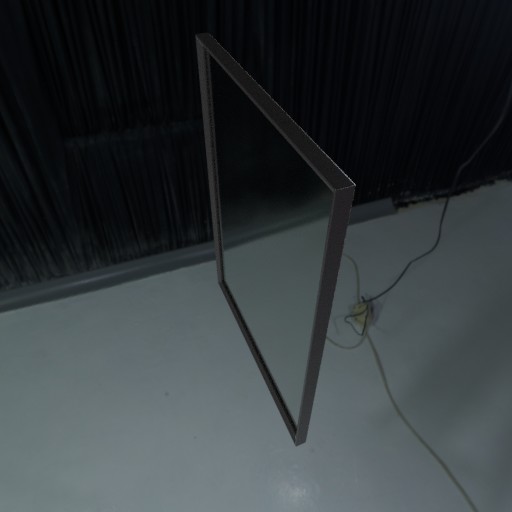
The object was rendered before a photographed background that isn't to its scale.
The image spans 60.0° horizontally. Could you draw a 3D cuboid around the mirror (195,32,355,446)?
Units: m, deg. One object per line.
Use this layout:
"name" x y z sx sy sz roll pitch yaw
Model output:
"mirror" 0.000 0.000 1.320 0.041 1.016 0.762 -16 47 -16
